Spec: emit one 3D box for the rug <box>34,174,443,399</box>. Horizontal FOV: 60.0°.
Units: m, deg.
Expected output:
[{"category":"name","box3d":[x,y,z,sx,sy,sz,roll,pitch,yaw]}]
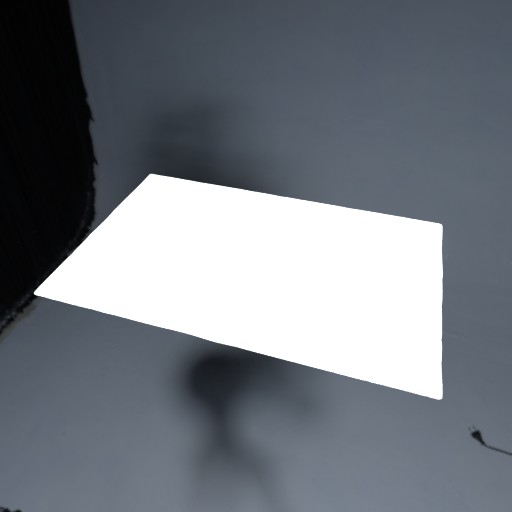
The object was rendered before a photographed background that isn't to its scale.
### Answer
[{"category":"rug","box3d":[0.000,0.000,3.046,2.442,0.010,1.546,12,42,13]}]
